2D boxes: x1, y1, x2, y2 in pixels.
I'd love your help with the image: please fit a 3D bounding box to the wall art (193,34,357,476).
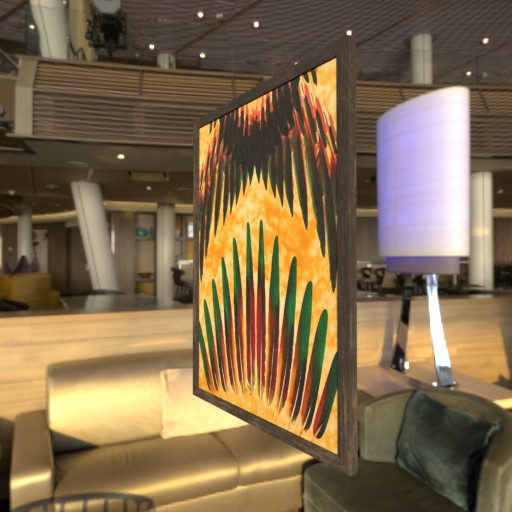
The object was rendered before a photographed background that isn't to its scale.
[{"bbox_3d":[0.000,0.000,1.408,0.029,1.066,0.812,1,-1,-35],"label":"wall art"}]
